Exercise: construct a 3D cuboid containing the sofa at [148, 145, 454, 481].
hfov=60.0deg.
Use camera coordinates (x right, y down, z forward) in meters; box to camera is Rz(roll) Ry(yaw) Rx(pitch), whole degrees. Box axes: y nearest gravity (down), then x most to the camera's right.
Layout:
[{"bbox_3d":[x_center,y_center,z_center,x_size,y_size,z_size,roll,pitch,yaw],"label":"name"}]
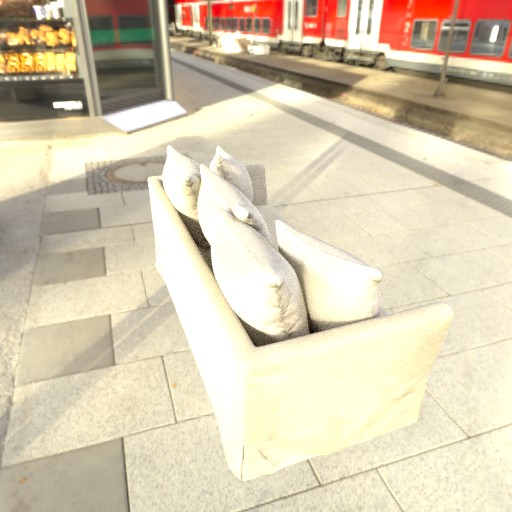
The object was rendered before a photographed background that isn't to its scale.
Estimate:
[{"bbox_3d":[0.000,0.000,2.798,1.031,1.034,2.290,-10,30,-18],"label":"sofa"}]
